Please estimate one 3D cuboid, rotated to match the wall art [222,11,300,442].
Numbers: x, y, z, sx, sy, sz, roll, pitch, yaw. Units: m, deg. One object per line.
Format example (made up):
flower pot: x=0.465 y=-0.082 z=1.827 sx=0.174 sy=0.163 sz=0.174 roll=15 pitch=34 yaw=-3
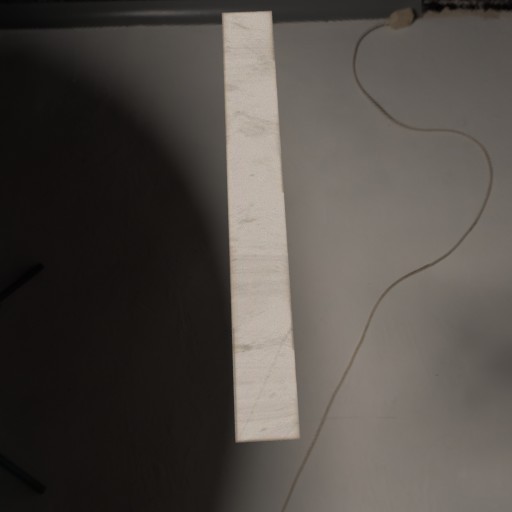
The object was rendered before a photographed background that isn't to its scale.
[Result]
wall art: x=0.000 y=0.000 z=0.445 sx=0.038 sy=0.303 sz=0.305 roll=-3 pitch=75 yaw=-1
